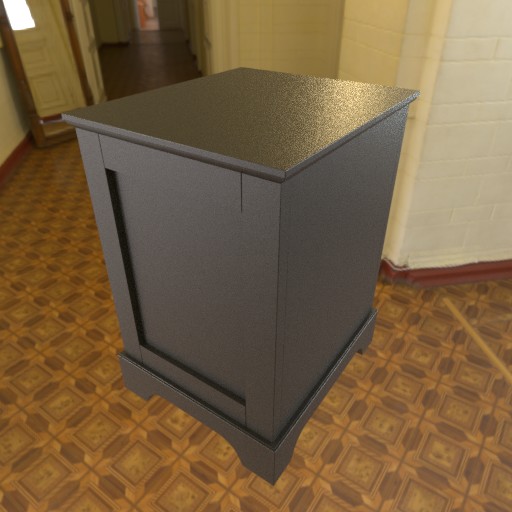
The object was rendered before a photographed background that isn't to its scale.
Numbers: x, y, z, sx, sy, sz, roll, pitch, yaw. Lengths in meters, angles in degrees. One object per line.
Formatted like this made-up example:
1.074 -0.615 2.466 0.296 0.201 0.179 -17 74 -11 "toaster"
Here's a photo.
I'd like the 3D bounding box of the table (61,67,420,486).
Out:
0.000 0.000 0.897 0.399 0.610 0.460 21 38 29 "table"
